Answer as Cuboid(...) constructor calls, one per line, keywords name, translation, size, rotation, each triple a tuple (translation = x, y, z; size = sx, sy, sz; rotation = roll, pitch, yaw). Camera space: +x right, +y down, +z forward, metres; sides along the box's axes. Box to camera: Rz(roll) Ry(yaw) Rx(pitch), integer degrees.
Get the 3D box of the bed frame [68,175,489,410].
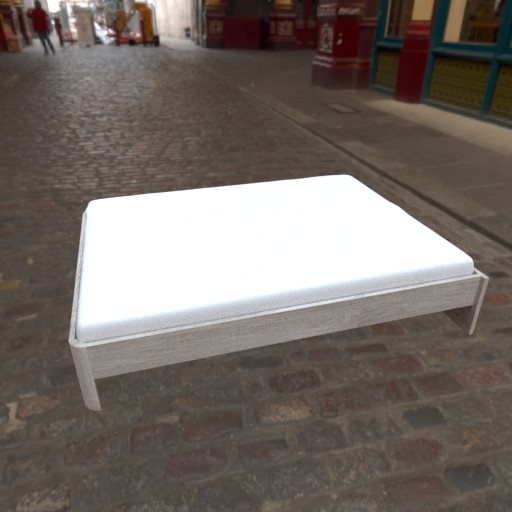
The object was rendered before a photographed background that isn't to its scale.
Cuboid(name="bed frame", translation=(0.000, 0.000, 2.618), size=(1.950, 0.462, 1.490), rotation=(-8, 30, -14))
